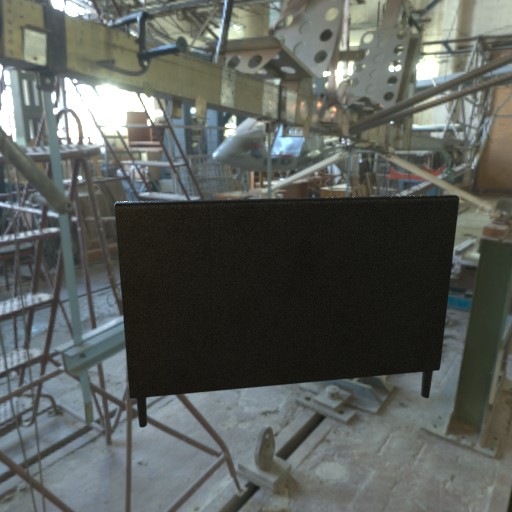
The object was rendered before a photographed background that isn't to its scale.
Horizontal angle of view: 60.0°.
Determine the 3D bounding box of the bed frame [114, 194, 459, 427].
[{"bbox_3d":[0.000,0.000,3.277,1.634,1.127,2.318,-2,15,-9],"label":"bed frame"}]
